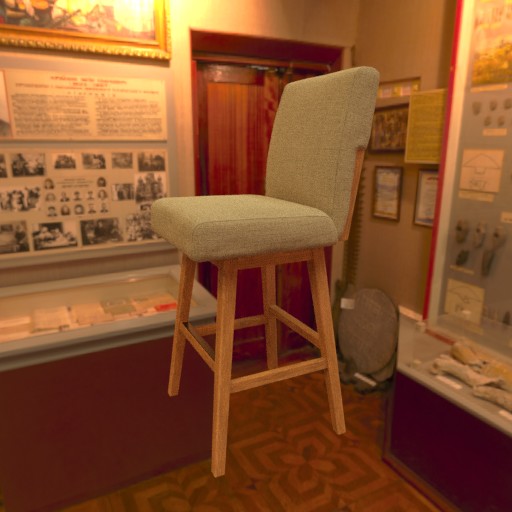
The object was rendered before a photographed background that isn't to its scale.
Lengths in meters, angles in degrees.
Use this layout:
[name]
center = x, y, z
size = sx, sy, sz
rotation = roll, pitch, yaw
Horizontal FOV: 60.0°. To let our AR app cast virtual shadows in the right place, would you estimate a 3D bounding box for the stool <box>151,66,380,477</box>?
[stool]
center = 0.000, 0.000, 1.406
size = 0.569, 1.106, 0.483
rotation = -7, 16, -25
